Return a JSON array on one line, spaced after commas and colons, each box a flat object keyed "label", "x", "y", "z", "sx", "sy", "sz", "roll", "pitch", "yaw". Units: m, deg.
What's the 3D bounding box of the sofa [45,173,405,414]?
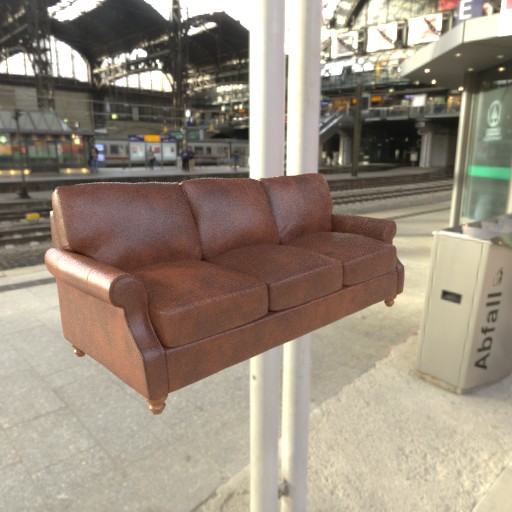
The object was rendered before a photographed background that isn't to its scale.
[{"label": "sofa", "x": 0.000, "y": 0.000, "z": 2.832, "sx": 2.351, "sy": 0.977, "sz": 0.973, "roll": -12, "pitch": 18, "yaw": -43}]
